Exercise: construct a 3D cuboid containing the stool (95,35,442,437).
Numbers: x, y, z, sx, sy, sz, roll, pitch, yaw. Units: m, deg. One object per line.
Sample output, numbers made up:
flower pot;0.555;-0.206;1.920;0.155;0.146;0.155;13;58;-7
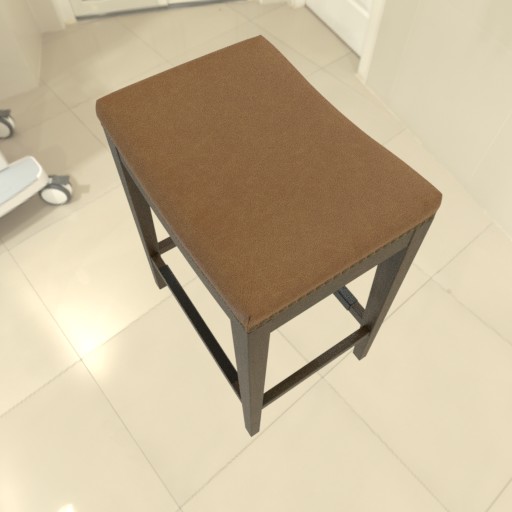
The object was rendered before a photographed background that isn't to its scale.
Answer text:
stool;0.000;0.000;0.941;0.361;0.660;0.500;-30;63;-17
